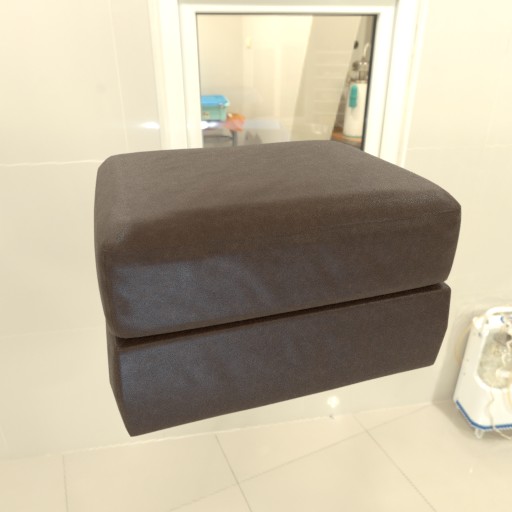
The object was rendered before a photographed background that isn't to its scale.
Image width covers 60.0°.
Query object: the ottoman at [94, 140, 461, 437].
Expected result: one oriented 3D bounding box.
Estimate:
[{"bbox_3d":[0.000,0.000,1.114,0.751,0.476,0.603,-8,27,-16],"label":"ottoman"}]
